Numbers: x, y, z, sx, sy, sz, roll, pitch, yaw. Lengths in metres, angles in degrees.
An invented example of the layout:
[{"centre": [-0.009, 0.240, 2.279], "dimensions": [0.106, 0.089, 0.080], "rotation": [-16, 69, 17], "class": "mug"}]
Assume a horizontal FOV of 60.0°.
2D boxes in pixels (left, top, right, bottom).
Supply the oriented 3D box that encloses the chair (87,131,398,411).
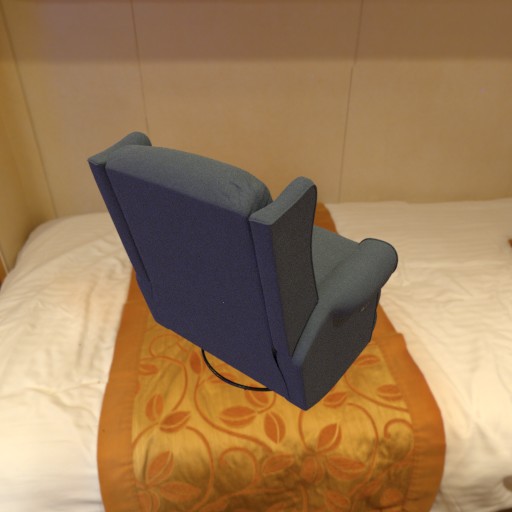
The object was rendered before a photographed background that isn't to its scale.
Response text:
[{"centre": [0.000, 0.000, 1.785], "dimensions": [0.971, 1.020, 0.877], "rotation": [22, 38, 31], "class": "chair"}]
